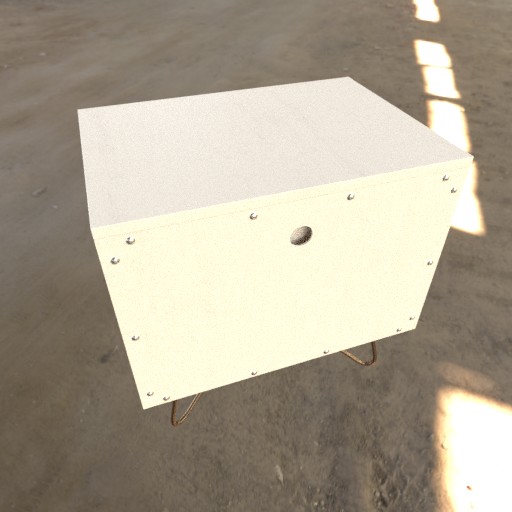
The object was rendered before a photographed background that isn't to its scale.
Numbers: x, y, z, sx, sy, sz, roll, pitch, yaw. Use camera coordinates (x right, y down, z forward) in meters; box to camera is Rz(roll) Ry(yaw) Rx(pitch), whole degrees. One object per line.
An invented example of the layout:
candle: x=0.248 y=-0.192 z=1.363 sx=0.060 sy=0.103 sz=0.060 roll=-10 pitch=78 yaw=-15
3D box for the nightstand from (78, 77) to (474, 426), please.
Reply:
nightstand: x=0.000 y=0.000 z=1.010 sx=0.614 sy=0.604 sz=0.447 roll=-13 pitch=41 yaw=-15
